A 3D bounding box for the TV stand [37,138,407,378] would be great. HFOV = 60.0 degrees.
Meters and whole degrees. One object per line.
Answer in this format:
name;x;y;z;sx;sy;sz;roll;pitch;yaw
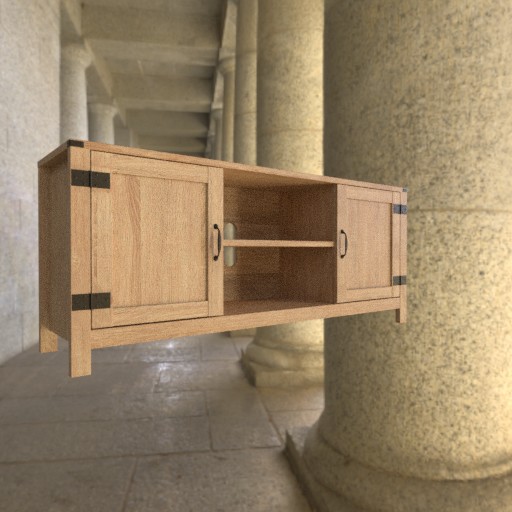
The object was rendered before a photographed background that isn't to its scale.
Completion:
TV stand;0.000;0.000;1.712;1.466;0.610;0.398;0;1;-38
